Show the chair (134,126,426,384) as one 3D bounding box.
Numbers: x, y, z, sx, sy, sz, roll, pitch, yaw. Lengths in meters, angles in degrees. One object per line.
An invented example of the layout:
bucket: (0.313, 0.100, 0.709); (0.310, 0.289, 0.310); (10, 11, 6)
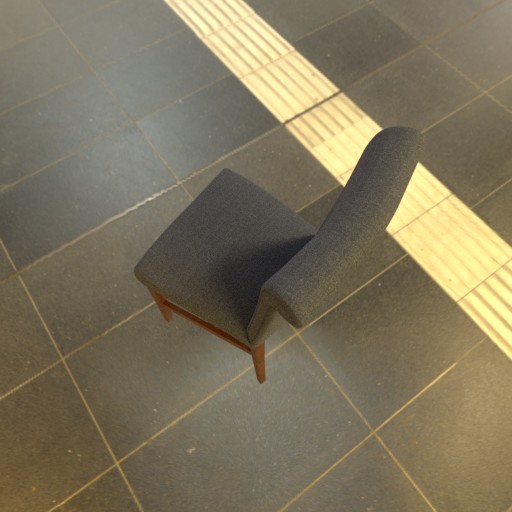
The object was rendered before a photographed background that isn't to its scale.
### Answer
chair: (0.000, 0.000, 1.357); (0.608, 0.988, 0.513); (32, 68, 15)
